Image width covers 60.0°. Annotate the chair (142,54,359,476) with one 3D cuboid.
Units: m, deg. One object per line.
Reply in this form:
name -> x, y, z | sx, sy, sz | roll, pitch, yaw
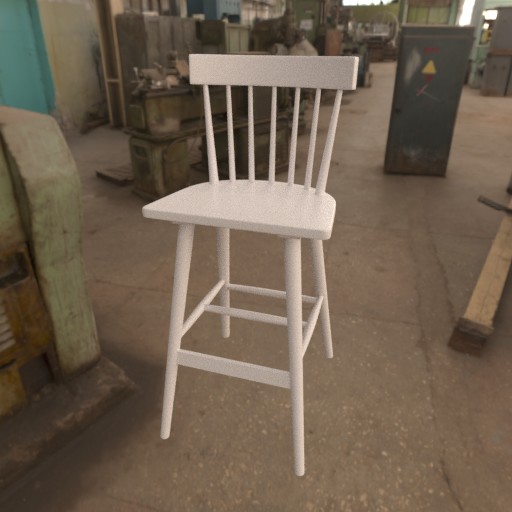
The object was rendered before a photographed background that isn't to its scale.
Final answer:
chair -> 0.000, 0.000, 1.335 | 0.483, 1.092, 0.572 | 8, 28, 15
